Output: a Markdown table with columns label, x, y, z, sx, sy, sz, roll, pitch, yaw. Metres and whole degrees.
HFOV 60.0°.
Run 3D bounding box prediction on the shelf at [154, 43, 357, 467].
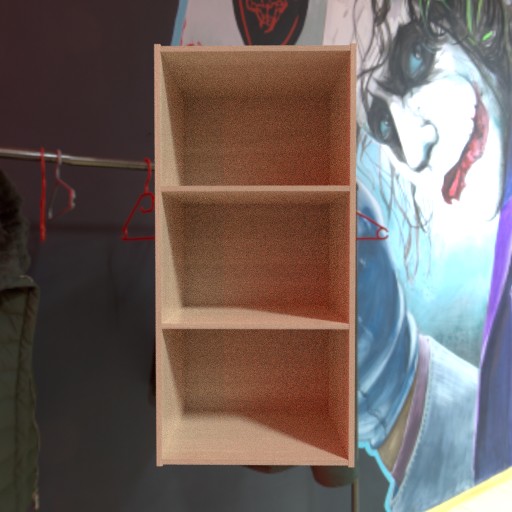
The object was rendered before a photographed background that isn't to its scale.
| label | x | y | z | sx | sy | sz | roll | pitch | yaw |
| --- | --- | --- | --- | --- | --- | --- | --- | --- | --- |
| shelf | 0.000 | 0.000 | 1.064 | 0.417 | 0.876 | 0.292 | 0 | 1 | 1 |
